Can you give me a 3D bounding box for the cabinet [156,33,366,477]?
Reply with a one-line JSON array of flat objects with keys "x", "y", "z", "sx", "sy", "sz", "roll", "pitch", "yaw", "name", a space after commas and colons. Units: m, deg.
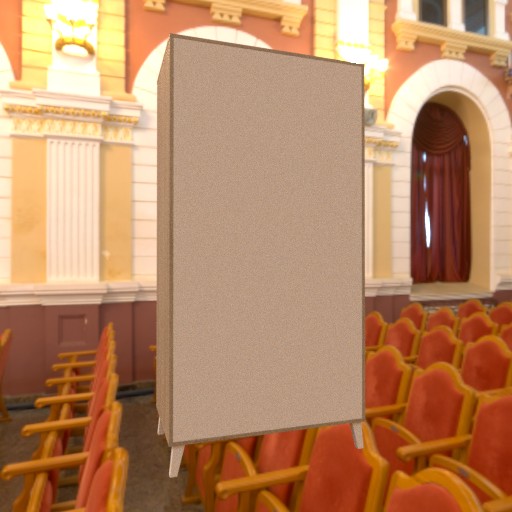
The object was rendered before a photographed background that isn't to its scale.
[{"x": 0.000, "y": 0.000, "z": 2.414, "sx": 1.006, "sy": 1.999, "sz": 0.571, "roll": 0, "pitch": -1, "yaw": -18, "name": "cabinet"}]
